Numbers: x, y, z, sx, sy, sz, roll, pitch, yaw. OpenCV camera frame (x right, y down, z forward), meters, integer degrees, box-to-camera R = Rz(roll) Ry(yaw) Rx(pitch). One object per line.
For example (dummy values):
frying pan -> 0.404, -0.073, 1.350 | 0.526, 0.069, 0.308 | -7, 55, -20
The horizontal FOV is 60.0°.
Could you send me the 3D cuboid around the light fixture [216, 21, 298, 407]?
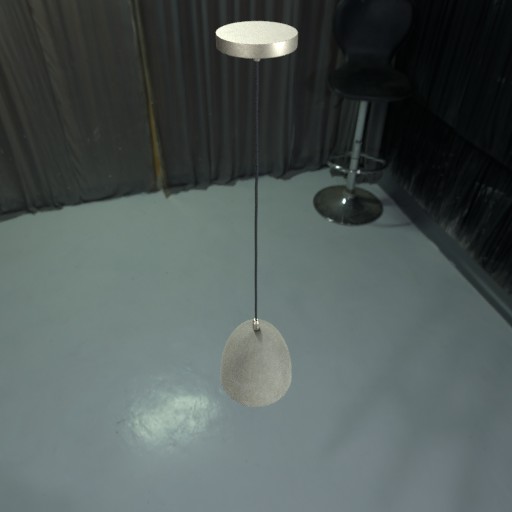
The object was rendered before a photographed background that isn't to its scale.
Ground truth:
light fixture -> 0.000, 0.000, 0.815 | 0.170, 0.759, 0.170 | -13, 43, -14
